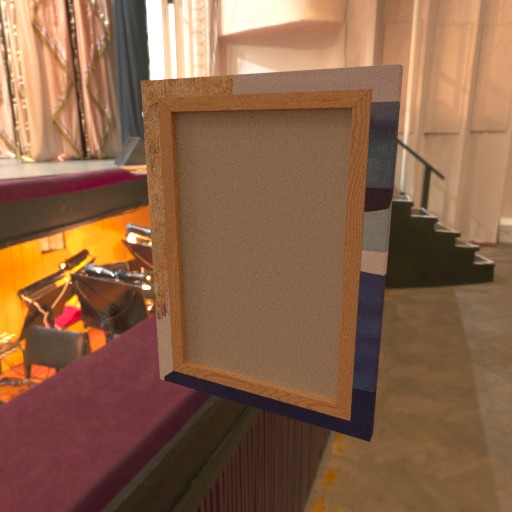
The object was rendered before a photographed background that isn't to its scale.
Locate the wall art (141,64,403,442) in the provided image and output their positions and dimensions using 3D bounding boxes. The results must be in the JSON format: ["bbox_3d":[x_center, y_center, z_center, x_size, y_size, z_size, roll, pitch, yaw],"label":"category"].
[{"bbox_3d":[0.000,0.000,0.803,0.458,0.613,0.026,8,17,25],"label":"wall art"}]
